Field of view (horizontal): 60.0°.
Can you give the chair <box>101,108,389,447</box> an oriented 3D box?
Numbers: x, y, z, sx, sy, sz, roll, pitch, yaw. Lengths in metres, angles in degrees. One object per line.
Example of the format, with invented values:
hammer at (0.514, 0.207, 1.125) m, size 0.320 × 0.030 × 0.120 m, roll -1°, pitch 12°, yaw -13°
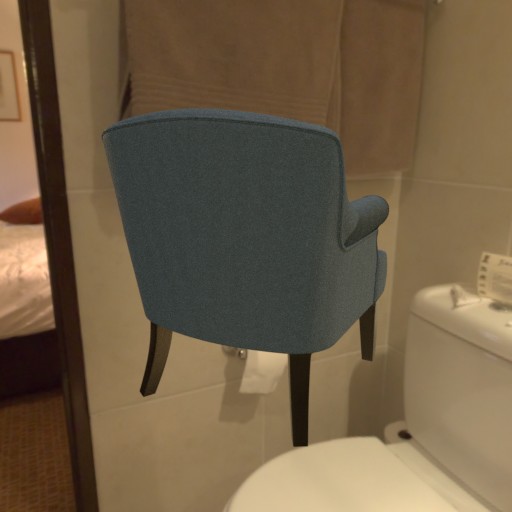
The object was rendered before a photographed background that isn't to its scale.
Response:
chair at (0.000, 0.000, 1.455) m, size 0.770 × 0.878 × 0.754 m, roll 7°, pitch 16°, yaw 27°
